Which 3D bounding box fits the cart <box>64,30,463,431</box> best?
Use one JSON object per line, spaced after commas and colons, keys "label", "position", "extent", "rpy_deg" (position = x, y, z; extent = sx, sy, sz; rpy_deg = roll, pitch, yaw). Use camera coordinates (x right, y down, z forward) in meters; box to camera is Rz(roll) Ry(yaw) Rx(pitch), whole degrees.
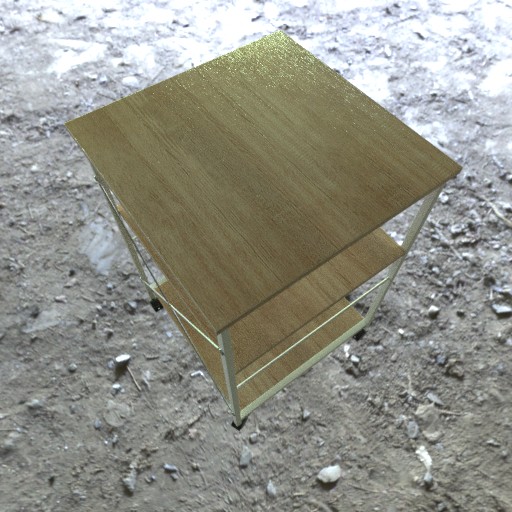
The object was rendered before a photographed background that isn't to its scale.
{"label": "cart", "position": [0.000, 0.000, 1.129], "extent": [0.520, 0.762, 0.521], "rpy_deg": [-32, 63, -18]}
